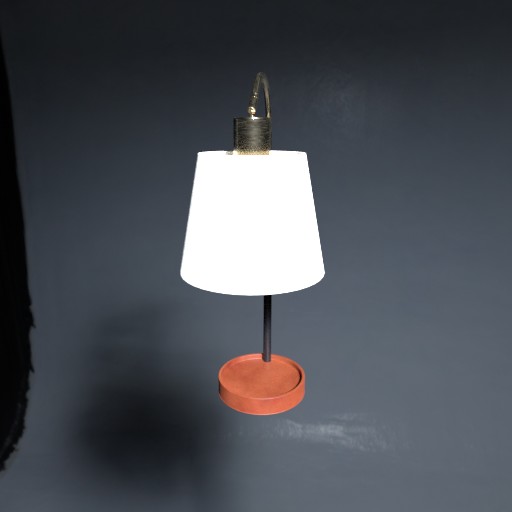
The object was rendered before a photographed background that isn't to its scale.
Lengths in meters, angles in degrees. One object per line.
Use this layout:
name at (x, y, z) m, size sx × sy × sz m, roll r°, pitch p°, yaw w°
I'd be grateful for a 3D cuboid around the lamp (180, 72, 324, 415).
lamp at (0.000, 0.000, 0.682) m, size 0.211 × 0.536 × 0.273 m, roll 3°, pitch 16°, yaw 10°
